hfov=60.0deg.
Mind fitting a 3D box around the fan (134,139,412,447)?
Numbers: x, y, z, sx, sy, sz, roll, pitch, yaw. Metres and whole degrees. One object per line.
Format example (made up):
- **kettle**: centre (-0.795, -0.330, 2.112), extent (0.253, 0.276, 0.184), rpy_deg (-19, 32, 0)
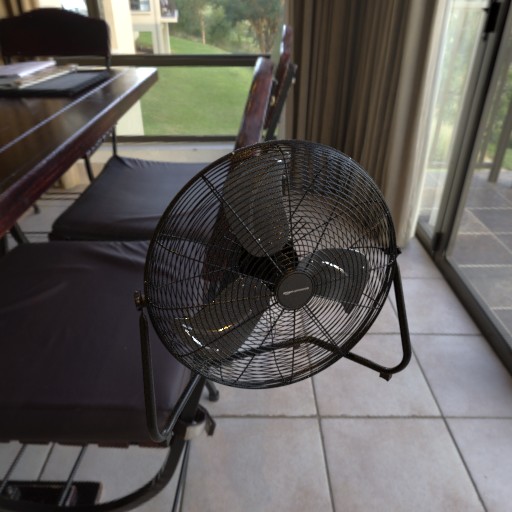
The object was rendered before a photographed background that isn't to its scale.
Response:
- **fan**: centre (0.000, 0.000, 0.934), extent (0.555, 0.546, 0.424), rpy_deg (-10, 33, -17)
